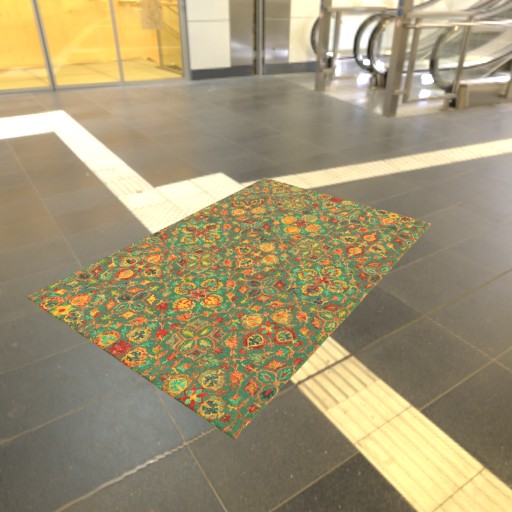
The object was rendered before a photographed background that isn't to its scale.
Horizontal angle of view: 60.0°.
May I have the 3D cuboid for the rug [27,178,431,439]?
[{"bbox_3d":[0.000,0.000,2.895,1.527,0.016,2.290,22,37,31],"label":"rug"}]
